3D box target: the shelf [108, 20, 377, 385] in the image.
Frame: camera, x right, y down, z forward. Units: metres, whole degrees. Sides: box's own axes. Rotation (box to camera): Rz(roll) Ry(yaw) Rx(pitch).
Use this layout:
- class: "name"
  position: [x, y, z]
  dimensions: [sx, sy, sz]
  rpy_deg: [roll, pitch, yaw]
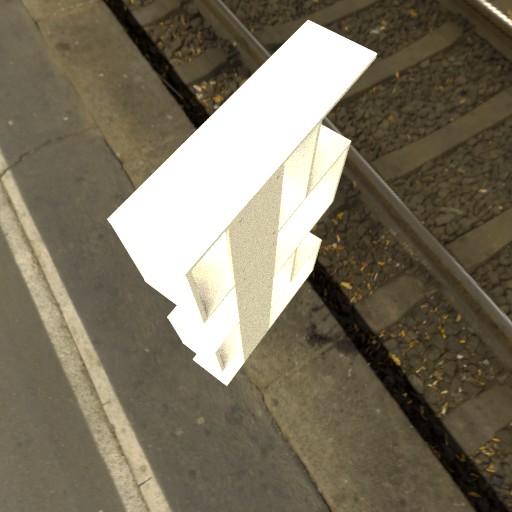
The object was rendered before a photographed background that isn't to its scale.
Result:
- class: "shelf"
  position: [0.000, 0.000, 1.956]
  dimensions: [0.250, 1.650, 0.890]
  rpy_deg: [34, 69, 14]
